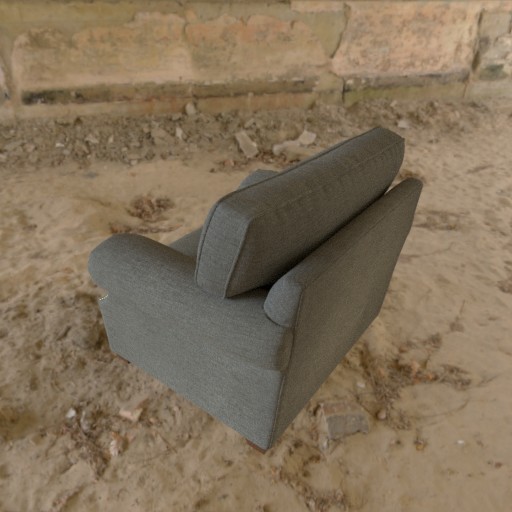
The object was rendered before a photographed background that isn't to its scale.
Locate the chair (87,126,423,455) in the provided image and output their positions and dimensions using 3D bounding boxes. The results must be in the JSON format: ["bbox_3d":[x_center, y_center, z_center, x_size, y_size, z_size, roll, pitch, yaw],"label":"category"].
[{"bbox_3d":[0.000,0.000,1.814,0.965,0.961,1.092,21,37,31],"label":"chair"}]
